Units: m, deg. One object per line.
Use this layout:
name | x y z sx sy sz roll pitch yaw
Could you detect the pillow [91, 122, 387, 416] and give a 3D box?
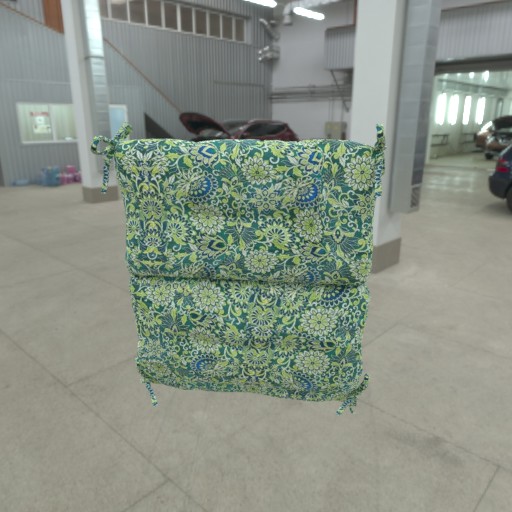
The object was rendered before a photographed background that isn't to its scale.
pillow | 0.000 0.000 1.045 0.519 0.605 0.571 2 17 8
